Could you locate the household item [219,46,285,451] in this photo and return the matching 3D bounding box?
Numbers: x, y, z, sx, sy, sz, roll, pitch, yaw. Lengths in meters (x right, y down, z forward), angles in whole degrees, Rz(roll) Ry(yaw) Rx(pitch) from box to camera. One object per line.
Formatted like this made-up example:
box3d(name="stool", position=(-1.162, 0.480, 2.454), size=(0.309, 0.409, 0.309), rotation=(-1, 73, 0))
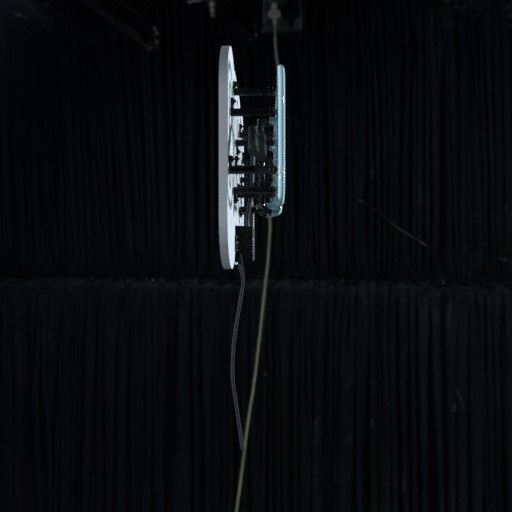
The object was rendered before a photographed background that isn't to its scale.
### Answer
box3d(name="household item", position=(0.000, 0.000, 0.384), size=(0.042, 0.294, 0.211), rotation=(0, 0, 1))
